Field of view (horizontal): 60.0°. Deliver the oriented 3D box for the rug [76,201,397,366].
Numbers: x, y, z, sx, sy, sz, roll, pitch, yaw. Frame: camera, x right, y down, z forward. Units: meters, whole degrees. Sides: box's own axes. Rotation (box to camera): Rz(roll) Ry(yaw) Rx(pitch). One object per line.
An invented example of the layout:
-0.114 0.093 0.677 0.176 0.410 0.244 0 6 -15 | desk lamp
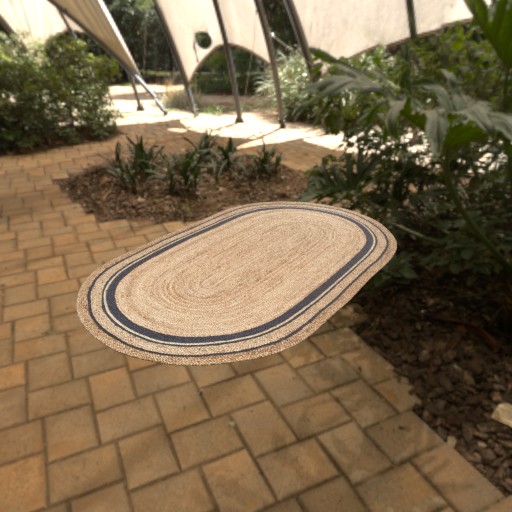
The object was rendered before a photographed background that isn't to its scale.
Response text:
0.000 0.000 2.998 1.520 0.006 2.432 17 31 32 | rug
